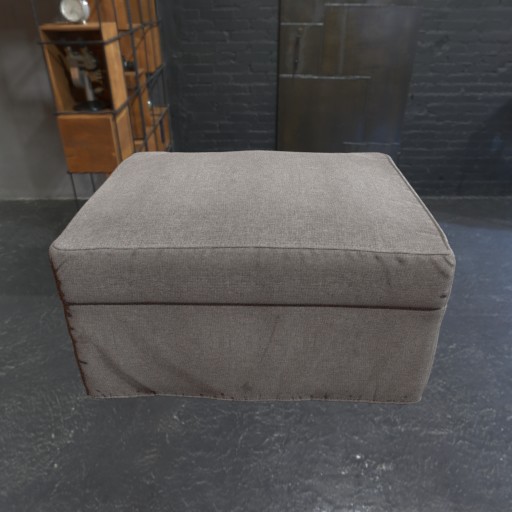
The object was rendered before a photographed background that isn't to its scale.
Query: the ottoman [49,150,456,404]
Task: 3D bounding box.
[{"bbox_3d":[0.000,0.000,1.238,0.833,0.492,0.652,1,31,1],"label":"ottoman"}]
